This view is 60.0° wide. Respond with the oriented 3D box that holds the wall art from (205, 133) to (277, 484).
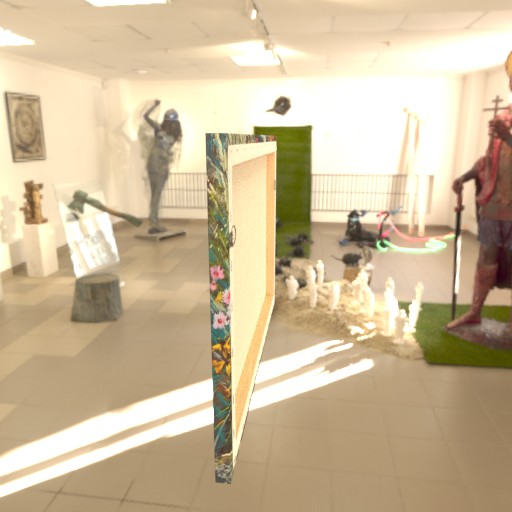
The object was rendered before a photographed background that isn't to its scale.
[{"bbox_3d":[0.000,0.000,1.443,0.042,0.760,1.136,2,15,7],"label":"wall art"}]
